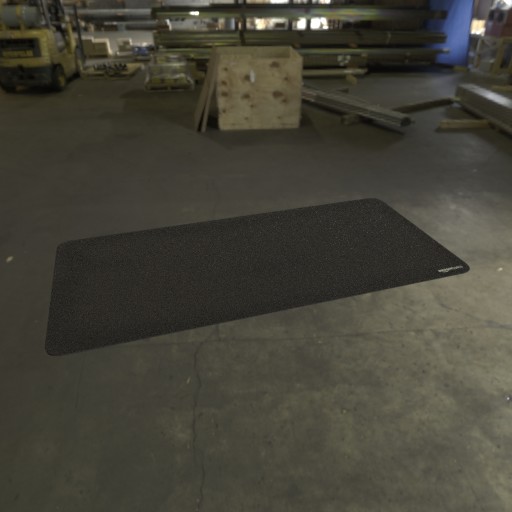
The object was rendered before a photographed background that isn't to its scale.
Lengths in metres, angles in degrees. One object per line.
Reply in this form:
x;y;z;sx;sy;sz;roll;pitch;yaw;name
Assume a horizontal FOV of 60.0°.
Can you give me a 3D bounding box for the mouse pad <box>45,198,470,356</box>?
0.000;0.000;1.055;0.907;0.003;0.424;-10;33;-15;mouse pad
